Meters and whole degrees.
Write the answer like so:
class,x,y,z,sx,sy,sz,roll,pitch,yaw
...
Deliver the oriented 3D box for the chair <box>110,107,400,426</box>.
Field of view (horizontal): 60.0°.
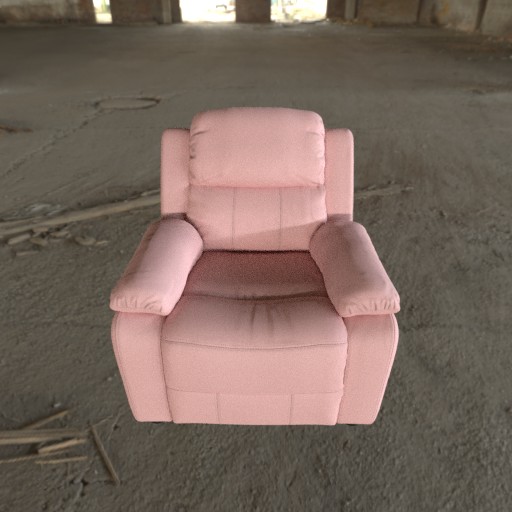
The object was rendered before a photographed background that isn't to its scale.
class,x,y,z,sx,sy,sz,roll,pitch,yaw
chair,0.000,0.000,1.268,0.680,0.702,0.709,0,30,1
